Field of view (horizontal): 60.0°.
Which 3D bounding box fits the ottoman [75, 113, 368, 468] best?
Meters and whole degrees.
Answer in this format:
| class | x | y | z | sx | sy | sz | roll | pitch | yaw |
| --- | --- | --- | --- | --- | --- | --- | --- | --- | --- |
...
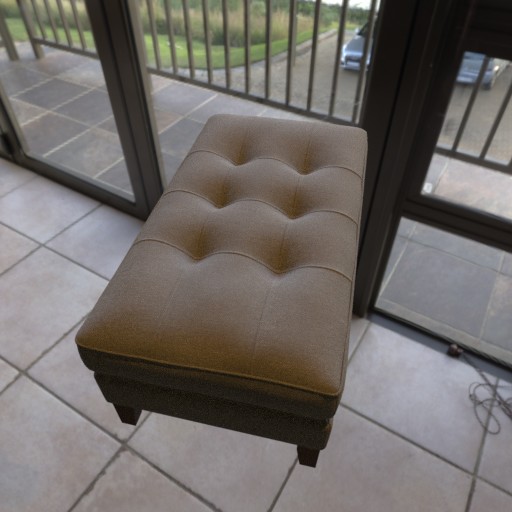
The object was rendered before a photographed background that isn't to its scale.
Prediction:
| class | x | y | z | sx | sy | sz | roll | pitch | yaw |
| --- | --- | --- | --- | --- | --- | --- | --- | --- | --- |
| ottoman | 0.000 | 0.000 | 1.507 | 0.648 | 0.514 | 1.143 | 9 | 46 | 9 |
